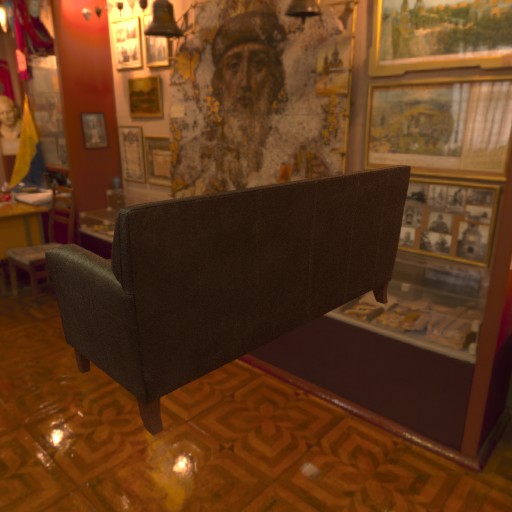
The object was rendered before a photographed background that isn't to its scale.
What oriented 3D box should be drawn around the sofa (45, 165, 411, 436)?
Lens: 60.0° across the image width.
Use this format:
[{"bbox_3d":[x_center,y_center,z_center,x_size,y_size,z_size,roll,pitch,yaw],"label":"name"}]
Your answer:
[{"bbox_3d":[0.000,0.000,2.544,0.805,0.947,2.053,16,23,42],"label":"sofa"}]
